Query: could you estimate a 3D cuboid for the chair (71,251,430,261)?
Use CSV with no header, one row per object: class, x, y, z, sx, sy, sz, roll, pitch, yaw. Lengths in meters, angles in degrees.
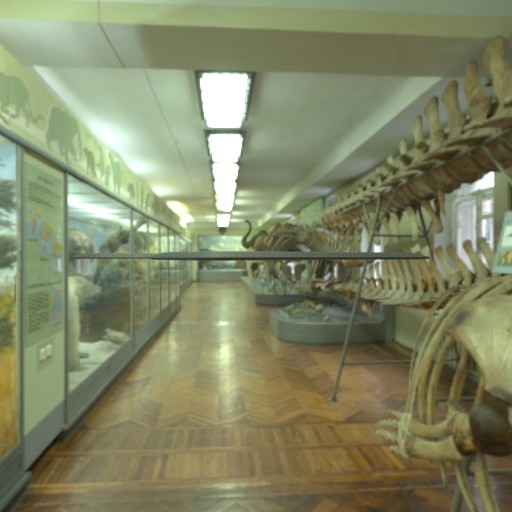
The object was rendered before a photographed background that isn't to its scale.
chair,0.000,0.000,1.892,1.219,0.024,1.372,0,0,-35
